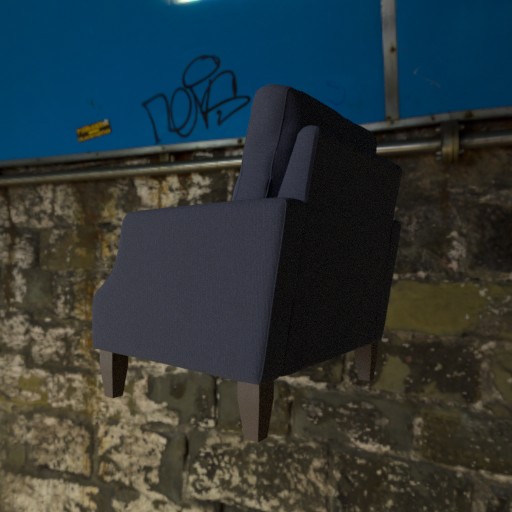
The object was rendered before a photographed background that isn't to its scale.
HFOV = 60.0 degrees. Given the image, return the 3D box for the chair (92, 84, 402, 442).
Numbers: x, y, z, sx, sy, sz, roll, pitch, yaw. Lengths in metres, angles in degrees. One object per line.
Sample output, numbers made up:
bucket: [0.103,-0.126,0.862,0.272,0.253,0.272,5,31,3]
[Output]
chair: [0.000,0.000,1.662,0.897,0.991,0.855,-1,-1,37]
